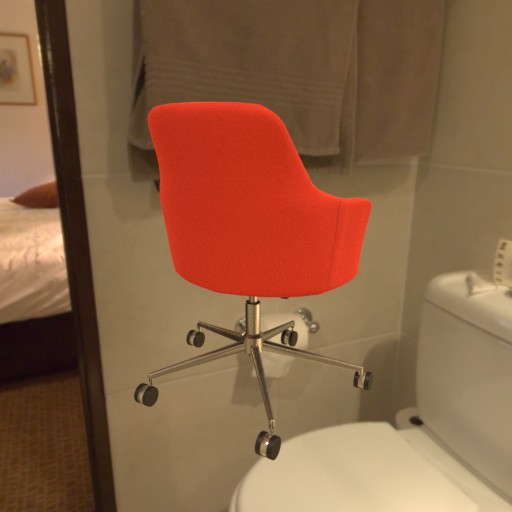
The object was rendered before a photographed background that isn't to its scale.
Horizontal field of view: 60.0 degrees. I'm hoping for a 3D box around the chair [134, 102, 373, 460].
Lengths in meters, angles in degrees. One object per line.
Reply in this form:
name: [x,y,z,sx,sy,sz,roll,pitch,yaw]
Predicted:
chair: [0.000,0.000,1.281,0.655,0.820,0.600,9,19,28]
